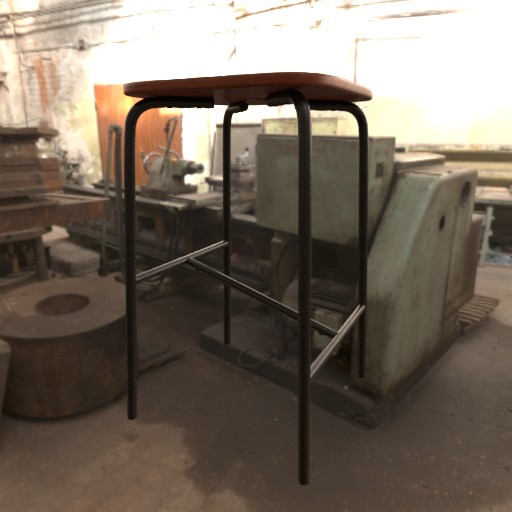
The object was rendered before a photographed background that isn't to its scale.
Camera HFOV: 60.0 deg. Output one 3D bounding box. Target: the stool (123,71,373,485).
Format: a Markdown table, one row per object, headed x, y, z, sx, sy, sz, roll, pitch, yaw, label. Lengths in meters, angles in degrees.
| x | y | z | sx | sy | sz | roll | pitch | yaw | label |
| --- | --- | --- | --- | --- | --- | --- | --- | --- | --- |
| 0.000 | 0.000 | 0.856 | 0.376 | 0.610 | 0.376 | 8 | 17 | 26 | stool |
